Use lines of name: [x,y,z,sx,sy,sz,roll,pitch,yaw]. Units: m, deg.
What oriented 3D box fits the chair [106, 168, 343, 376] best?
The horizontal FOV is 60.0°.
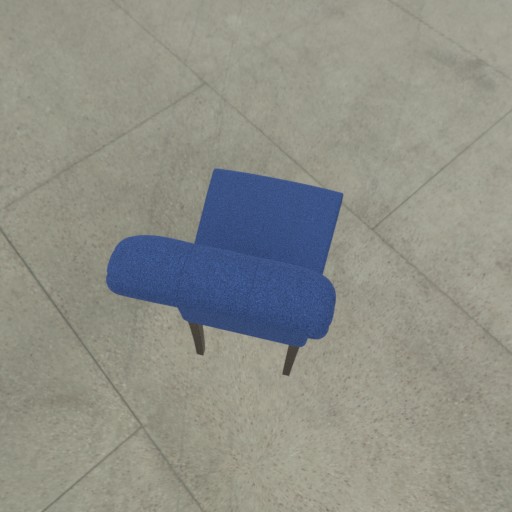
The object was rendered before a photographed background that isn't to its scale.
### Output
chair: [0.000,0.000,1.319,0.456,1.006,0.671,12,65,6]
